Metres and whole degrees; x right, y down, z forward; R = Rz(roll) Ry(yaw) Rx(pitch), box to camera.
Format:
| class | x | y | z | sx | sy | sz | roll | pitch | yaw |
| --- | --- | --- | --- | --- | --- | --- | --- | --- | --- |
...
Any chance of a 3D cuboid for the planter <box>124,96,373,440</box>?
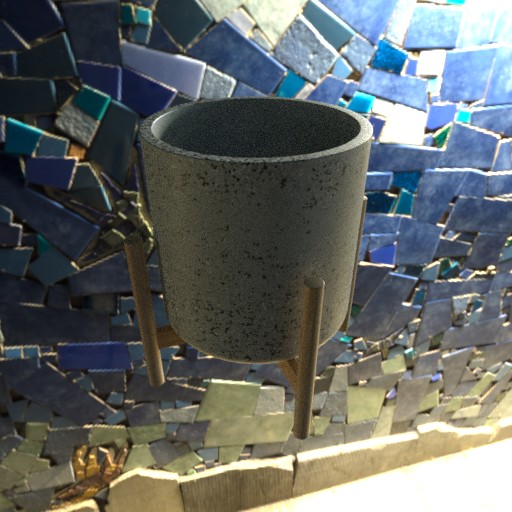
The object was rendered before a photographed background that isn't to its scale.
| class | x | y | z | sx | sy | sz | roll | pitch | yaw |
| --- | --- | --- | --- | --- | --- | --- | --- | --- | --- |
| planter | 0.000 | 0.000 | 0.700 | 0.360 | 0.419 | 0.360 | 0 | 32 | 0 |
